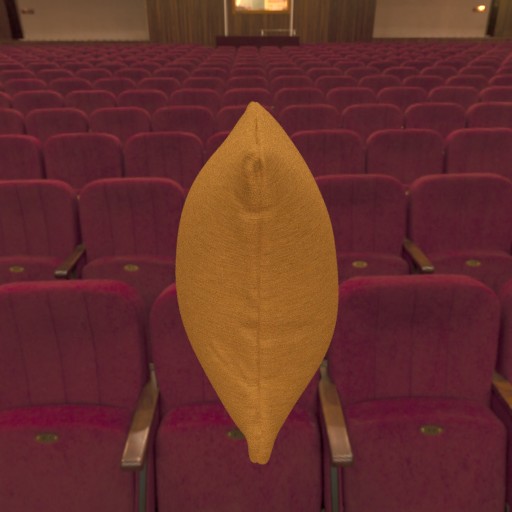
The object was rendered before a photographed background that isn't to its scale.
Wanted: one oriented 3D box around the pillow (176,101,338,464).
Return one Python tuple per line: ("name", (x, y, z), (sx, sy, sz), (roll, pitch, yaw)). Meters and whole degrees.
("pillow", (0.000, 0.000, 0.693), (0.247, 0.417, 0.435), (0, 25, -1))
